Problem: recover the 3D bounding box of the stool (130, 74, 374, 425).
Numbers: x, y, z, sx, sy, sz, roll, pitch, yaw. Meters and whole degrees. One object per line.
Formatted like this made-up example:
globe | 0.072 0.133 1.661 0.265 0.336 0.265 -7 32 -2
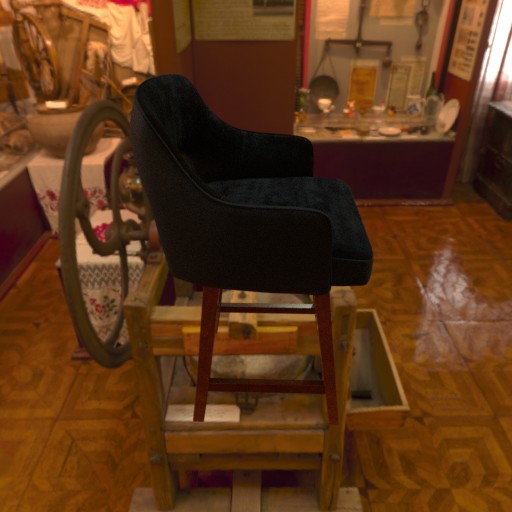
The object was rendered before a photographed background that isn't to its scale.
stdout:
stool | 0.000 0.000 1.274 0.560 0.940 0.550 1 32 1
